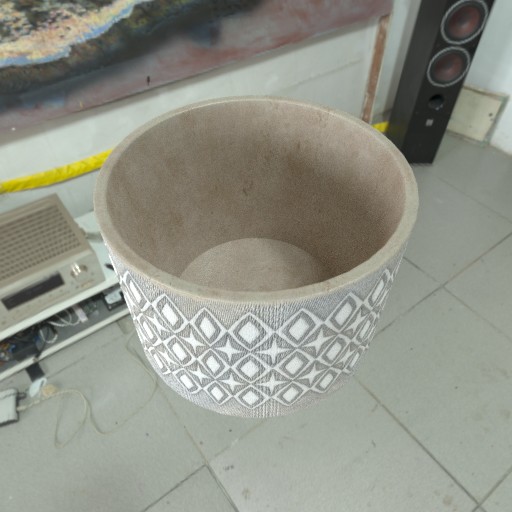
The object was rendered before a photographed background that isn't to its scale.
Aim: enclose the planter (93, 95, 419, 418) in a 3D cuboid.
[{"bbox_3d":[0.000,0.000,0.276,0.164,0.127,0.164,0,48,0],"label":"planter"}]
